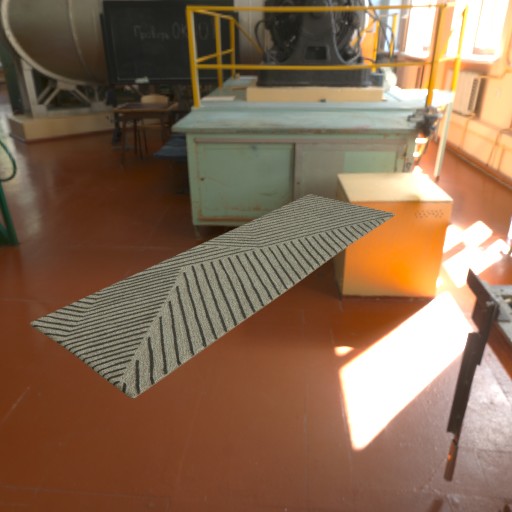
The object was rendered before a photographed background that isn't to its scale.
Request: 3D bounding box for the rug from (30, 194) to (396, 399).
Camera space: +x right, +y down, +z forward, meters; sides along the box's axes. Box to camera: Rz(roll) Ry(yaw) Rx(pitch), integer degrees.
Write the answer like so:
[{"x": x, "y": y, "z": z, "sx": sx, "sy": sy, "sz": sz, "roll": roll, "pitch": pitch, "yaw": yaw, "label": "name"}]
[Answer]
[{"x": 0.000, "y": 0.000, "z": 2.707, "sx": 0.773, "sy": 0.020, "sz": 2.439, "roll": 19, "pitch": 32, "yaw": 34, "label": "rug"}]
